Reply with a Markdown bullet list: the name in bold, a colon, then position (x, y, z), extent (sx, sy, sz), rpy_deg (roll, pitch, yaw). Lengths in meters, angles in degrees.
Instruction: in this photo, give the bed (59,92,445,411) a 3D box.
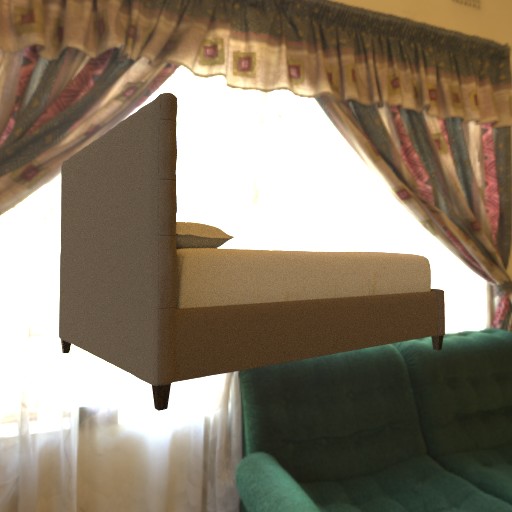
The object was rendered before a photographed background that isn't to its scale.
- **bed**: position (0.000, 0.000, 3.329), extent (2.387, 1.427, 1.698), rpy_deg (1, -1, -37)
